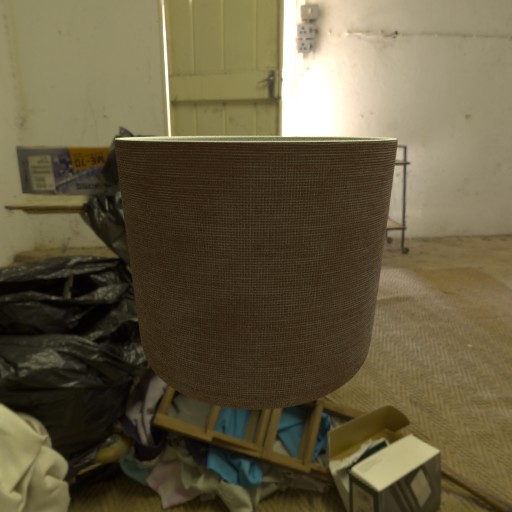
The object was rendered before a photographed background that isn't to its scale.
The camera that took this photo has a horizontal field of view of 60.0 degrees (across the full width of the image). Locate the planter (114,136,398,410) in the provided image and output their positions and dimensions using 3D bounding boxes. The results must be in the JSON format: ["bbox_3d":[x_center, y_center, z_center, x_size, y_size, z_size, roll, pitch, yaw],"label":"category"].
[{"bbox_3d":[0.000,0.000,0.773,0.440,0.398,0.440,0,16,0],"label":"planter"}]
